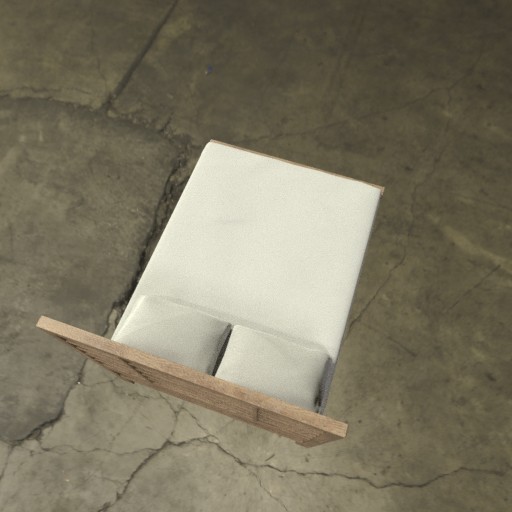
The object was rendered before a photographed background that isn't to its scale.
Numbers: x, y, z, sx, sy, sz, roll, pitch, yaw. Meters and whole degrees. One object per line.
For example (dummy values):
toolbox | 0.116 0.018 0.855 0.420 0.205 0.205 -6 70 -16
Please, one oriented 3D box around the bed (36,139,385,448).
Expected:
bed | 0.000 0.000 3.318 1.626 1.626 2.197 17 66 8
